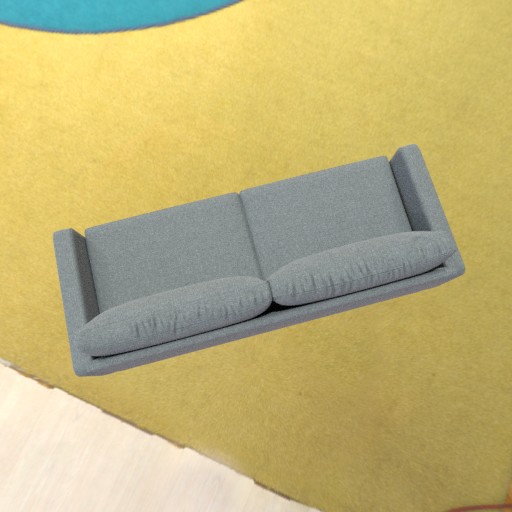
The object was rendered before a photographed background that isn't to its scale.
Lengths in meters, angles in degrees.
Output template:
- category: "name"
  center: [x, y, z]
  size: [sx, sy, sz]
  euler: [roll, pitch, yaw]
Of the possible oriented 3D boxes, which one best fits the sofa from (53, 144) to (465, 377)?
- category: "sofa"
  center: [0.000, 0.000, 2.669]
  size: [2.200, 0.880, 0.880]
  euler: [-14, 77, -4]
